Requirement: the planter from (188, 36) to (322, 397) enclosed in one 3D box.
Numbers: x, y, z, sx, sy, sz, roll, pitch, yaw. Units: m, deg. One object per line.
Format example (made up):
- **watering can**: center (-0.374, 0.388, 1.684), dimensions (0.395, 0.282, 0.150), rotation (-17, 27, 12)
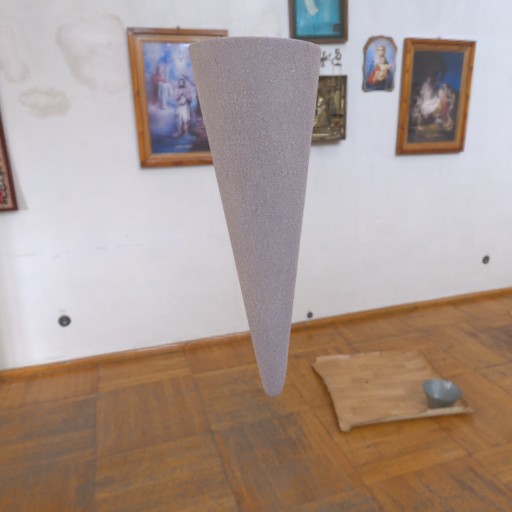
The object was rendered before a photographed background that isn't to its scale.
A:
- **planter**: center (0.000, 0.000, 0.303), dimensions (0.078, 0.259, 0.087), rotation (8, 19, 25)
